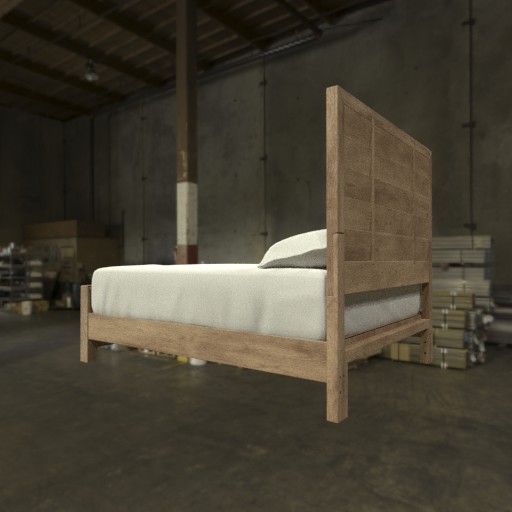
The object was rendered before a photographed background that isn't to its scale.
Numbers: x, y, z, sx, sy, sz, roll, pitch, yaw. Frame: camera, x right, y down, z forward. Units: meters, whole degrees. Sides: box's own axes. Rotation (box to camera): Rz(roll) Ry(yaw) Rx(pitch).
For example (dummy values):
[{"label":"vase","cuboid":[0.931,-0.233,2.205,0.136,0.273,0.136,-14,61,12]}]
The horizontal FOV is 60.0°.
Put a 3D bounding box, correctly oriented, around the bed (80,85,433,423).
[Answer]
[{"label":"bed","cuboid":[0.000,0.000,3.433,2.197,1.626,1.626,0,-1,37]}]
